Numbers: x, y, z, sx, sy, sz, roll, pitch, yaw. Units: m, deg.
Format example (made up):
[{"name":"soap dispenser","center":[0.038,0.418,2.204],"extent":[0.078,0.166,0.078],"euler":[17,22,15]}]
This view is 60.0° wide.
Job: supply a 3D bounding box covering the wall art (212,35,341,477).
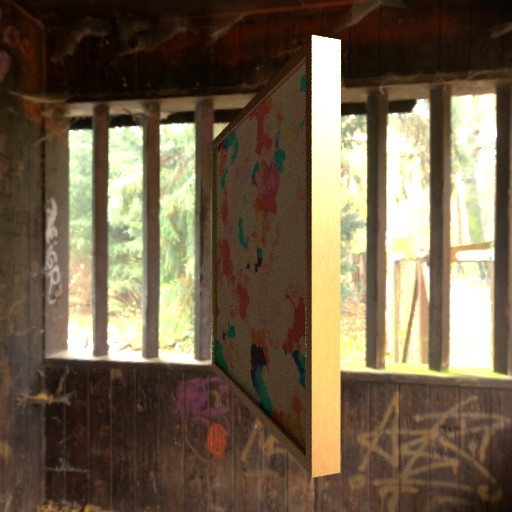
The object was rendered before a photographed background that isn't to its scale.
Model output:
[{"name":"wall art","center":[0.000,0.000,0.757],"extent":[0.037,0.509,0.510],"euler":[0,0,-19]}]
